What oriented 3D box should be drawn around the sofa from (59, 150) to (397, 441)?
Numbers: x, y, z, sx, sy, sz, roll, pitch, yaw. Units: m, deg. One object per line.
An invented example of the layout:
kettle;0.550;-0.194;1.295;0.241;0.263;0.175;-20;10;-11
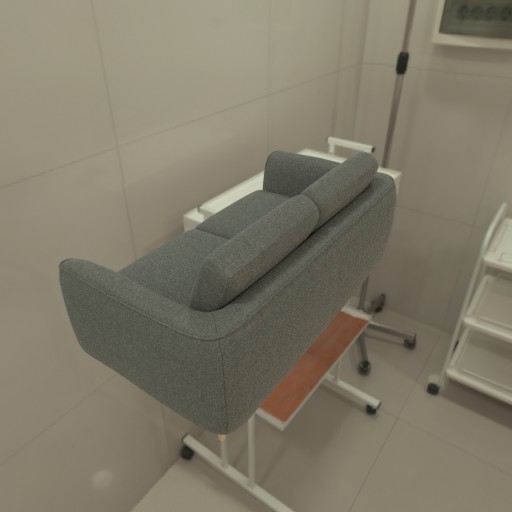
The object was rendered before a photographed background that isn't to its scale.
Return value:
sofa;0.000;0.000;2.259;0.920;0.870;1.700;21;38;29
